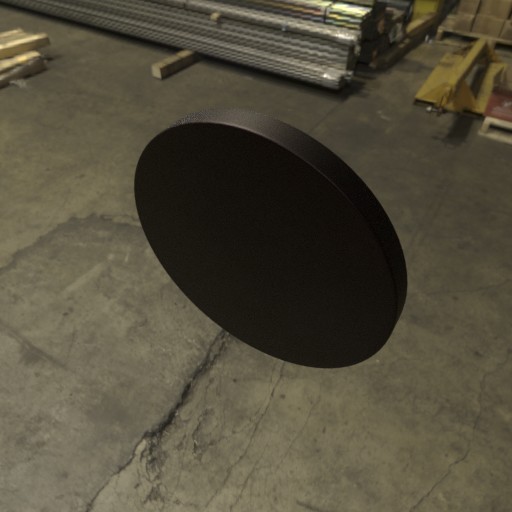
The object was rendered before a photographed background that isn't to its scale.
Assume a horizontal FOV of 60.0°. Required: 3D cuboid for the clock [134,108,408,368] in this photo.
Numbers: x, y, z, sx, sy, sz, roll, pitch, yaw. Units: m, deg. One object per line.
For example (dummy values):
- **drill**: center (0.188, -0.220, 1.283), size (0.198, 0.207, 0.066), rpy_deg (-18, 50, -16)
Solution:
- **clock**: center (0.000, 0.000, 0.472), size (0.314, 0.314, 0.029), rpy_deg (24, 51, 22)
